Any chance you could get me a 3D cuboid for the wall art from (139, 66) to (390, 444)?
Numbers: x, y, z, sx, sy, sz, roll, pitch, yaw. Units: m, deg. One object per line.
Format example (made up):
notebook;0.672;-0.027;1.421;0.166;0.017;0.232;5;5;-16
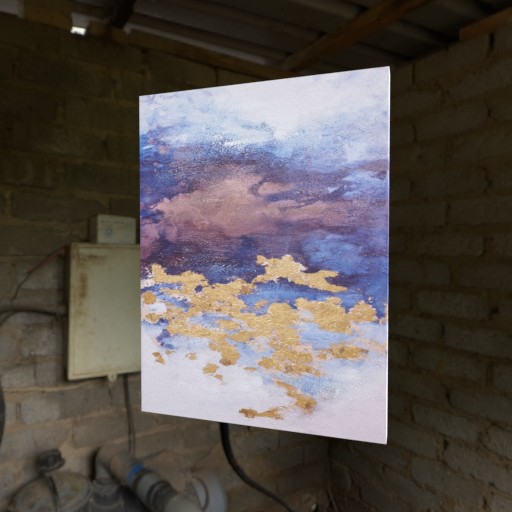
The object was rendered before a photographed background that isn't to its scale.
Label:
wall art;0.000;0.000;0.764;0.437;0.581;0.036;1;2;18
